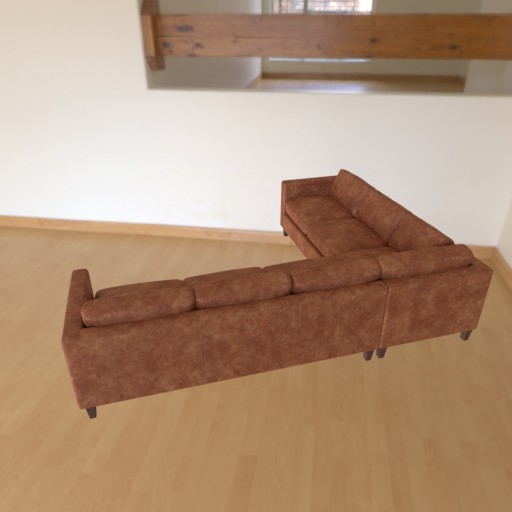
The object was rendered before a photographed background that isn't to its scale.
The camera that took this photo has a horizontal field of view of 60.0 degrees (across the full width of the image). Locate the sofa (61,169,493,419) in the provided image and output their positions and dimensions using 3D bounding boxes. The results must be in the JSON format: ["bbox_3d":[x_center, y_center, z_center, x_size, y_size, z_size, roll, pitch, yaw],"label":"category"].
[{"bbox_3d":[0.000,0.000,4.203,3.150,0.838,2.438,-8,30,-14],"label":"sofa"}]
